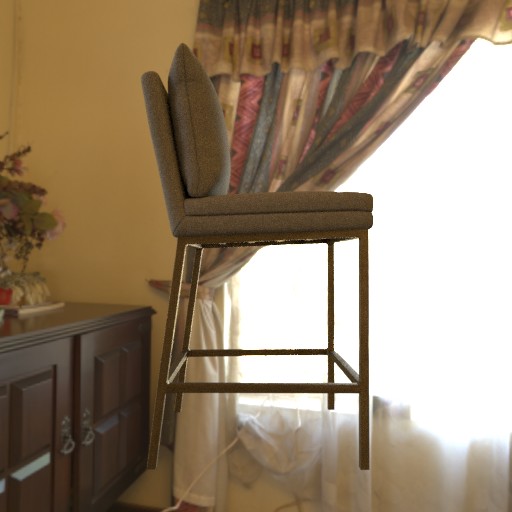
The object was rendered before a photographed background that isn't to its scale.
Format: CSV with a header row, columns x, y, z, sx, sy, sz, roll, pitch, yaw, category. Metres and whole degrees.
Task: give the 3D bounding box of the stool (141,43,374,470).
x,y,z,sx,sy,sz,roll,pitch,yaw,category
0.000,0.000,1.284,0.569,1.030,0.463,0,0,-1,stool
